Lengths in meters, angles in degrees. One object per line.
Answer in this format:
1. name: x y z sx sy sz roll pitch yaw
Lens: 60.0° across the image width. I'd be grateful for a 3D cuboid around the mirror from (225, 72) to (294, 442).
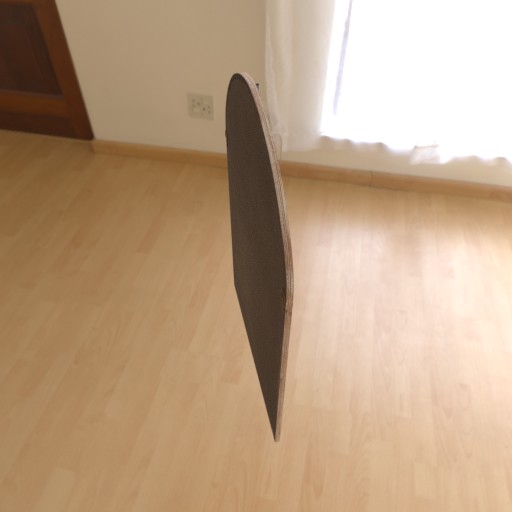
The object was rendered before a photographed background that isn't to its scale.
1. mirror: 0.000 0.000 1.151 0.032 0.915 0.609 -9 47 -9
